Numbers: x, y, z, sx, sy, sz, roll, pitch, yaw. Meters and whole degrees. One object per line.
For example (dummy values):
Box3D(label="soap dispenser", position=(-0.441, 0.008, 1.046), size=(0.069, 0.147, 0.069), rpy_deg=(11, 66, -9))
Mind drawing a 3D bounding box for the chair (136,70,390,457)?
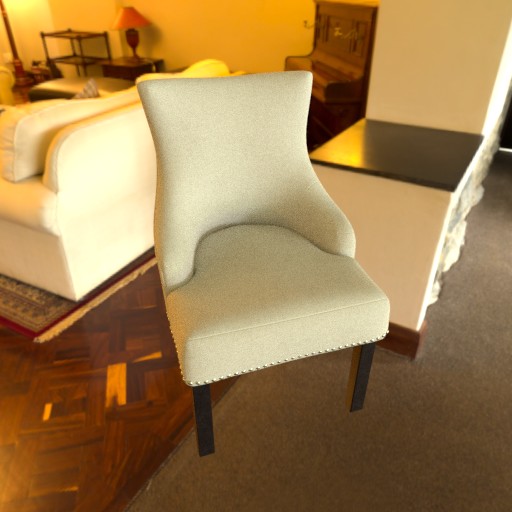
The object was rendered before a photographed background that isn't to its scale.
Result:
Box3D(label="chair", position=(0.000, 0.000, 1.284), size=(0.566, 0.909, 0.629), rpy_deg=(-10, 33, -16))
